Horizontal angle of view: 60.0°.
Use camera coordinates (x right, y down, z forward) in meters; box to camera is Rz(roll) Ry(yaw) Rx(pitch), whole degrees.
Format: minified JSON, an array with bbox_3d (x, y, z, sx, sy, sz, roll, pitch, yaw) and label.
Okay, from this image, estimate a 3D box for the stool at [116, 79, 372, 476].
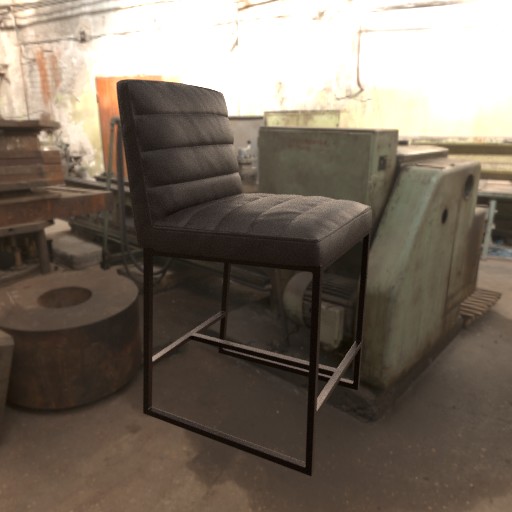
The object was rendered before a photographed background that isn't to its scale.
[{"bbox_3d":[0.000,0.000,1.264,0.562,0.946,0.463,8,18,27],"label":"stool"}]
